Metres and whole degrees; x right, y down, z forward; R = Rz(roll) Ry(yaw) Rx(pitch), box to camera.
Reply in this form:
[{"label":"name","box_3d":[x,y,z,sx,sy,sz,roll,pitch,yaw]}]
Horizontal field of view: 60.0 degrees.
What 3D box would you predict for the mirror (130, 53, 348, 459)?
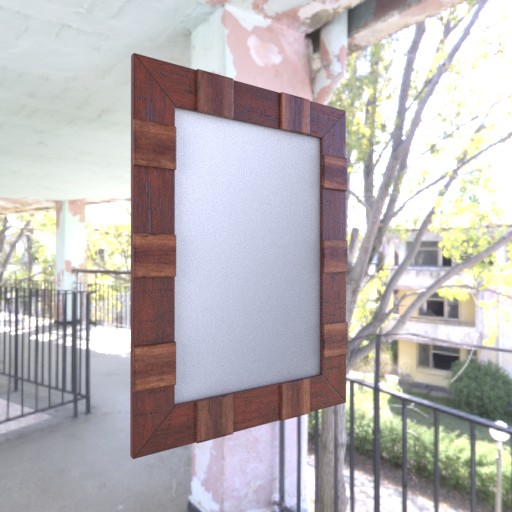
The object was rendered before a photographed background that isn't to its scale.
[{"label":"mirror","box_3d":[0.000,0.000,1.053,0.600,0.805,0.021,0,0,-35]}]
